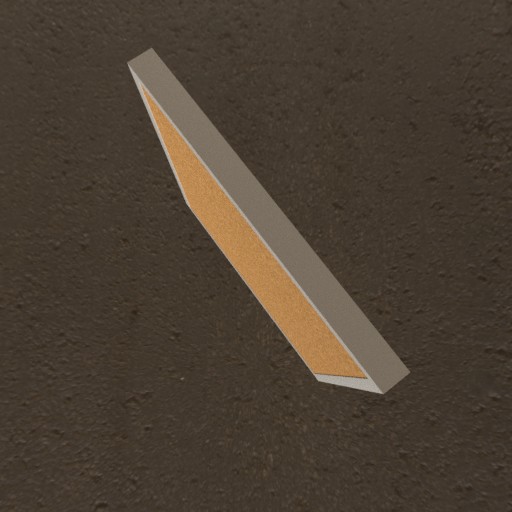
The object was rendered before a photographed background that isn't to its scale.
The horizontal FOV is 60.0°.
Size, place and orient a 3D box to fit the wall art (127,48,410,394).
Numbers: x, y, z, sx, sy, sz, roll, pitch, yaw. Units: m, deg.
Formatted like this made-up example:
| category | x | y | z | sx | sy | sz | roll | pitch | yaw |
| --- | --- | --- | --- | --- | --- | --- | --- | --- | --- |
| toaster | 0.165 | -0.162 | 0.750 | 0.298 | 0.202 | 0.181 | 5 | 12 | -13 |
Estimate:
| category | x | y | z | sx | sy | sz | roll | pitch | yaw |
| --- | --- | --- | --- | --- | --- | --- | --- | --- | --- |
| wall art | 0.000 | 0.000 | 0.767 | 0.038 | 0.505 | 0.506 | -36 | 78 | -8 |
